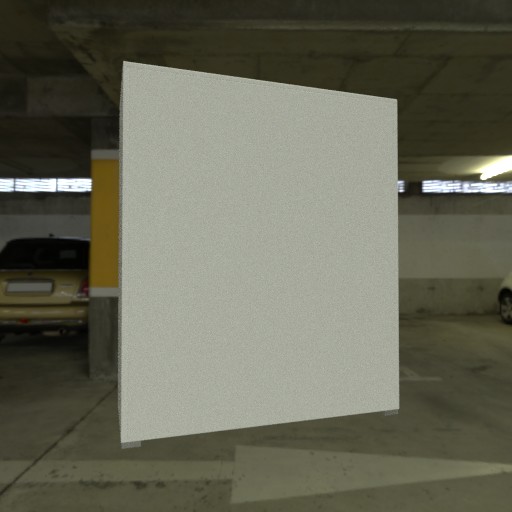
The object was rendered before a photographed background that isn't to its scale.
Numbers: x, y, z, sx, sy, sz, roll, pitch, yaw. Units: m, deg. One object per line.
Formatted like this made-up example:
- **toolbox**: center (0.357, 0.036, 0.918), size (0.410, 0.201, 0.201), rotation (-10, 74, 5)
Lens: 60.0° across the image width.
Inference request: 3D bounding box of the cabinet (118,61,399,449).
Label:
- **cabinet**: center (0.000, 0.000, 1.706), size (1.000, 1.190, 0.400), rotation (0, -1, -19)
